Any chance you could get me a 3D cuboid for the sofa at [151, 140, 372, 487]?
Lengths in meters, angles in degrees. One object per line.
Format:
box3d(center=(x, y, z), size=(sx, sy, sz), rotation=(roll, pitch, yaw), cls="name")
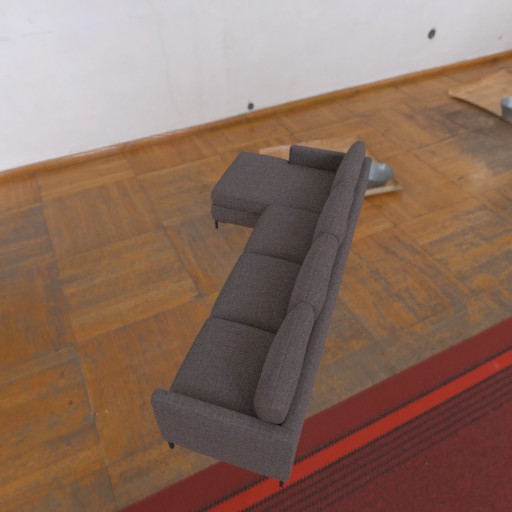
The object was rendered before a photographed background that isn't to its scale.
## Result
box3d(center=(0.000, 0.000, 3.210), size=(1.258, 0.754, 2.731), rotation=(13, 44, 13), cls="sofa")
